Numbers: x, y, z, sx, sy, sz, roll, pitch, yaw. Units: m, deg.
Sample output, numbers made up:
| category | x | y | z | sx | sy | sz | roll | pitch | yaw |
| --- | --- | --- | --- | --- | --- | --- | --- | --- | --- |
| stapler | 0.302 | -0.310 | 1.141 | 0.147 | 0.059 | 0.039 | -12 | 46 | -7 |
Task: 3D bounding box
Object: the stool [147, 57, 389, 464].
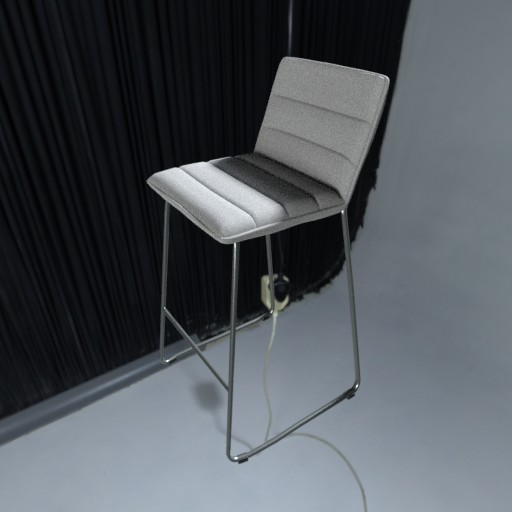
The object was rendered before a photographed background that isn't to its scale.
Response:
| category | x | y | z | sx | sy | sz | roll | pitch | yaw |
| --- | --- | --- | --- | --- | --- | --- | --- | --- | --- |
| stool | 0.000 | 0.000 | 1.237 | 0.490 | 0.960 | 0.490 | -20 | 37 | -29 |
